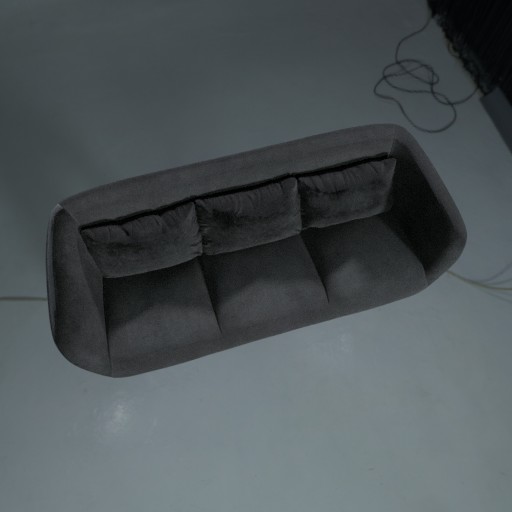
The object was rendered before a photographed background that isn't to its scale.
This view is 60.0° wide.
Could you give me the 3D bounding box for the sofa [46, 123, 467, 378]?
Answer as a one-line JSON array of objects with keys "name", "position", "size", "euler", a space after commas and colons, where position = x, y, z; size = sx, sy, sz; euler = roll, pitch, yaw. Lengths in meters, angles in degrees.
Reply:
[{"name": "sofa", "position": [0.000, 0.000, 2.735], "size": [2.296, 0.875, 0.956], "euler": [-15, 65, -7]}]
